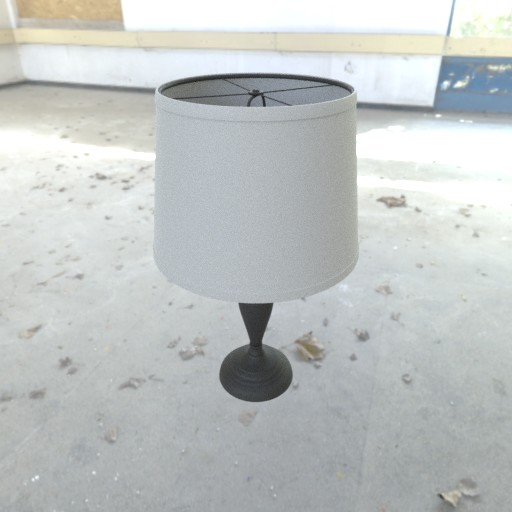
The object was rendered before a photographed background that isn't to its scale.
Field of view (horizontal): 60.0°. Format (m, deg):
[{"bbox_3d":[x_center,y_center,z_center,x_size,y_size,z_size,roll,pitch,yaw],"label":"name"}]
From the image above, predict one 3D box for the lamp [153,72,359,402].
[{"bbox_3d":[0.000,0.000,0.692,0.310,0.501,0.310,0,30,0],"label":"lamp"}]
